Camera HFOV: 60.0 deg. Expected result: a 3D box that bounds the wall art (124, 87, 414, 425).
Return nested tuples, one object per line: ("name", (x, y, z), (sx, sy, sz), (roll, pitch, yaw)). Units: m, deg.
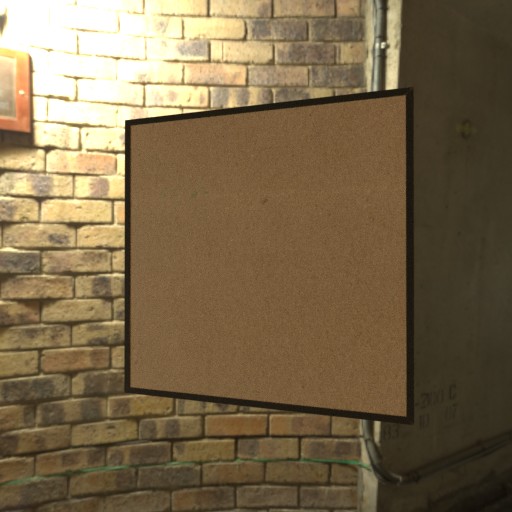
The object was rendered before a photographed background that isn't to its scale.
("wall art", (0.000, 0.000, 1.136), (0.762, 0.762, 0.038), (0, 0, 18))
